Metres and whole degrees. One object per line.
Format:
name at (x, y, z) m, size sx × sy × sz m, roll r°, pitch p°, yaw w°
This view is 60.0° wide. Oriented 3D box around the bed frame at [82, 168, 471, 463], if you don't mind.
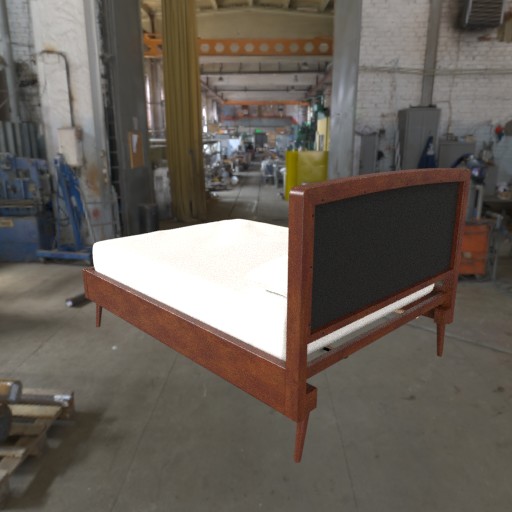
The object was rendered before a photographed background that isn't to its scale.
bed frame at (0.000, 0.000, 3.107) m, size 1.587 × 1.279 × 2.171 m, roll -14°, pitch 20°, yaw -42°
